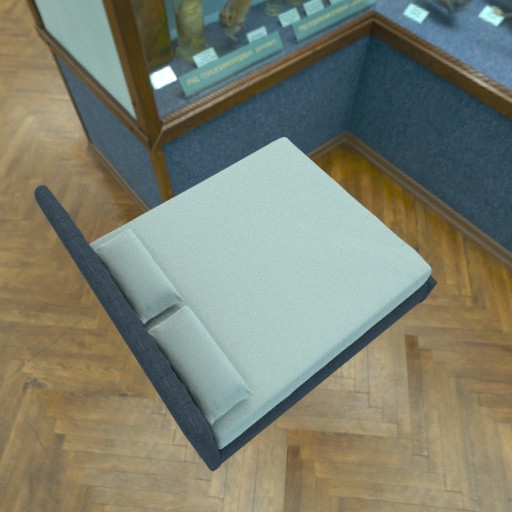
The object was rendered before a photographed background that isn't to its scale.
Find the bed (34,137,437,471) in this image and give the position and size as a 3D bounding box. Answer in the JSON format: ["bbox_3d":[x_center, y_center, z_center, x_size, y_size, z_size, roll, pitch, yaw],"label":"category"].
[{"bbox_3d":[0.000,0.000,3.613,2.387,1.427,2.078,-33,64,-19],"label":"bed"}]
